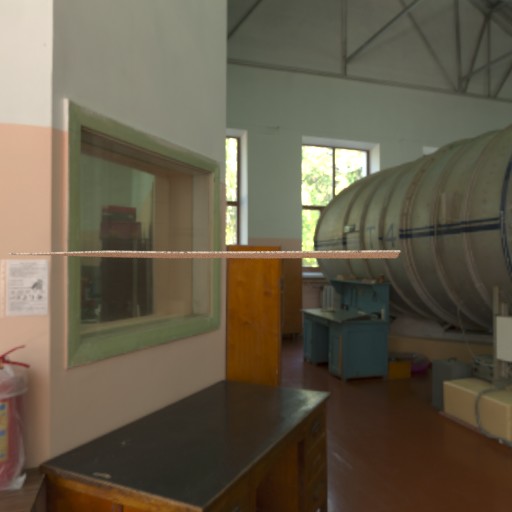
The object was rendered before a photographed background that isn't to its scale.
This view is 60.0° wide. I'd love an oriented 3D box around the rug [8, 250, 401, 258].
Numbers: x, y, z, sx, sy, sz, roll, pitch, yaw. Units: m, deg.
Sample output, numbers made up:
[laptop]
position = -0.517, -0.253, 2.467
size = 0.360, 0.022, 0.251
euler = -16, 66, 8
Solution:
[rug]
position = 0.000, 0.000, 3.968
size = 2.430, 0.030, 3.054
euler = 0, -1, 17
